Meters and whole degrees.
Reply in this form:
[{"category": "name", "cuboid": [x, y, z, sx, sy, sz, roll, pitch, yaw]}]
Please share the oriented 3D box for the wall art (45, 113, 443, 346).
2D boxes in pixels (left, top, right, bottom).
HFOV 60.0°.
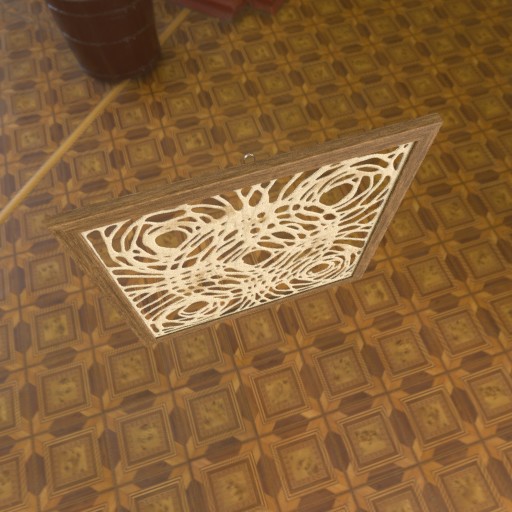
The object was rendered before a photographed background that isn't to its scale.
[{"category": "wall art", "cuboid": [0.000, 0.000, 0.843, 0.561, 0.576, 0.021, -17, 65, -8]}]
